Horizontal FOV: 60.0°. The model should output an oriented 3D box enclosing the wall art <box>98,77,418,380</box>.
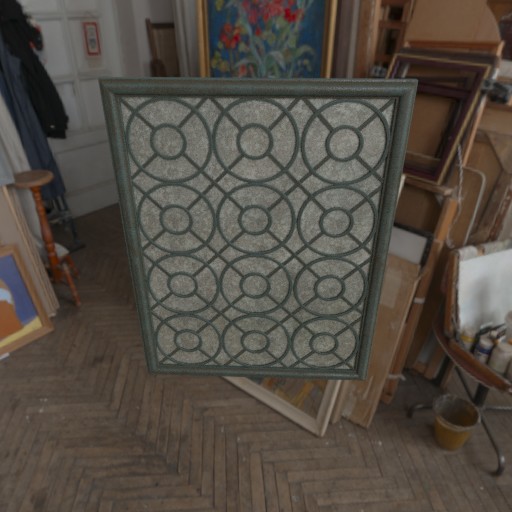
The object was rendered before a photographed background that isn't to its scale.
[{"bbox_3d":[0.000,0.000,1.309,0.767,0.983,0.030,1,30,2],"label":"wall art"}]
